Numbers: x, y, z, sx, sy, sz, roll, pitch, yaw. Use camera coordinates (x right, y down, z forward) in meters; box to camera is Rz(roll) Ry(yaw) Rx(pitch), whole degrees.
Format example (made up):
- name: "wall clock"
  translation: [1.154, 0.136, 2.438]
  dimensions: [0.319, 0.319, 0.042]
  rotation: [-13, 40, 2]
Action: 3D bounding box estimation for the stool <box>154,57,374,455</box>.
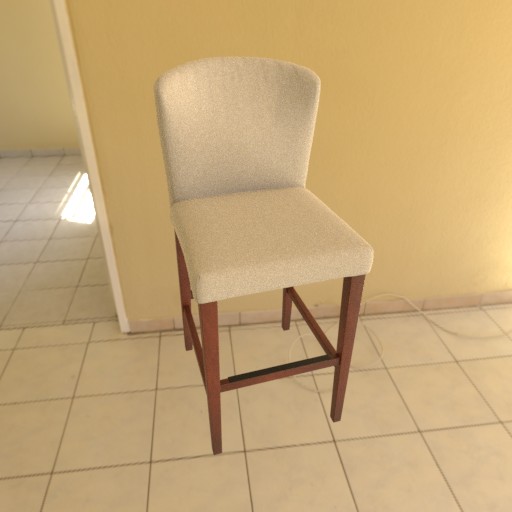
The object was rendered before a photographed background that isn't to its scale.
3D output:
- name: "stool"
  translation: [0.000, 0.000, 1.363]
  dimensions: [0.479, 1.069, 0.568]
  rotation: [-9, 32, -15]
